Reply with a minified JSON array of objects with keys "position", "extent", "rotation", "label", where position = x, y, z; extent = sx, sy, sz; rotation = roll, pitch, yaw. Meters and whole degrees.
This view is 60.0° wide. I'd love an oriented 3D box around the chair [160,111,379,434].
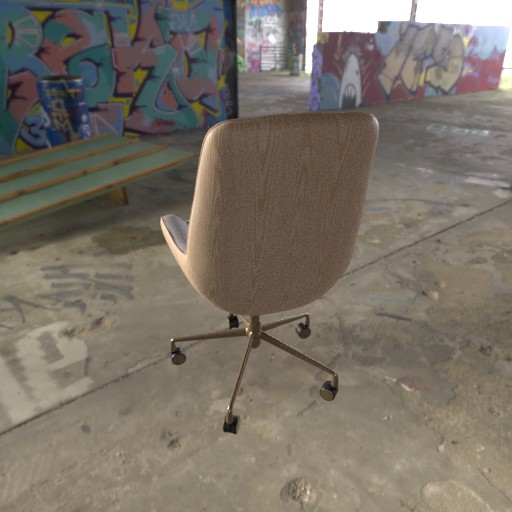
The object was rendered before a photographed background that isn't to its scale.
[{"position":[0.000,0.000,1.400],"extent":[0.564,0.952,0.668],"rotation":[-8,27,-17],"label":"chair"}]
